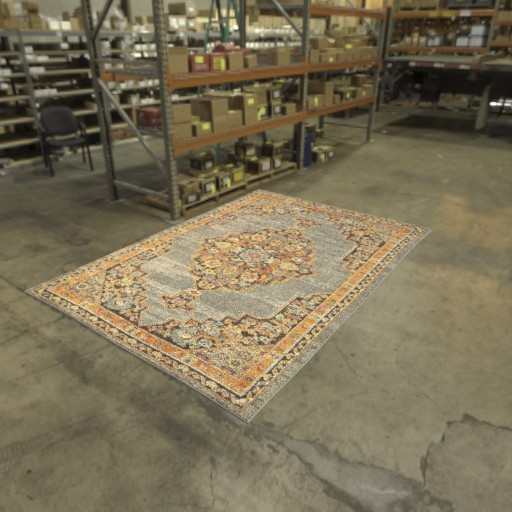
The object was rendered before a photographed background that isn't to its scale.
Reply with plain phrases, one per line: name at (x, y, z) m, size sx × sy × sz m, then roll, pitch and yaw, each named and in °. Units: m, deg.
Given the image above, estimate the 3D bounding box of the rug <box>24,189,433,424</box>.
rug at (0.000, 0.000, 3.903) m, size 2.158 × 0.024 × 3.063 m, roll 18°, pitch 32°, yaw 32°
